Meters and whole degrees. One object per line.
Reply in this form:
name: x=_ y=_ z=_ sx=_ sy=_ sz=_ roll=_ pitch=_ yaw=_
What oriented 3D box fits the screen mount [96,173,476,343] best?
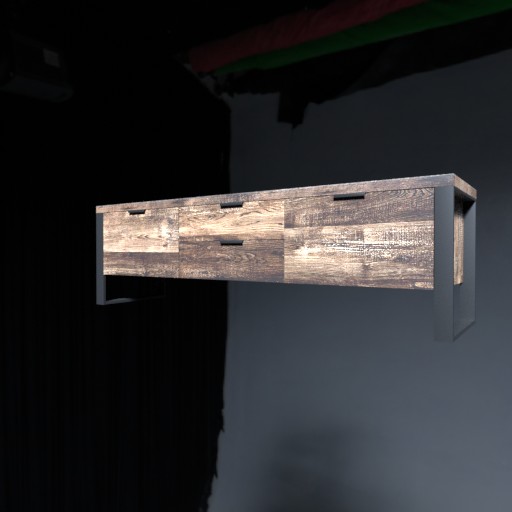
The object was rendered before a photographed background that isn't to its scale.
screen mount: x=0.000 y=0.000 z=1.761 sx=1.524 sy=0.450 sz=0.395 roll=0 pitch=1 yaw=34
